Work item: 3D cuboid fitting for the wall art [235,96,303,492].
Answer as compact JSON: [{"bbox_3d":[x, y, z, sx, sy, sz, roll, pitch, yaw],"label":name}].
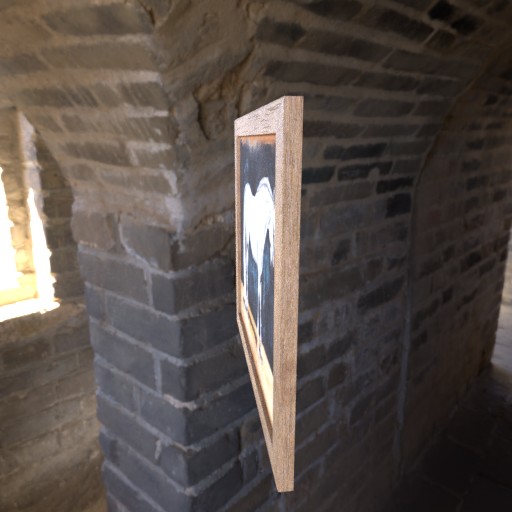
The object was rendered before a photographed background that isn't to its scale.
[{"bbox_3d":[0.000,0.000,0.954,0.026,0.588,0.690,-2,15,-7],"label":"wall art"}]
